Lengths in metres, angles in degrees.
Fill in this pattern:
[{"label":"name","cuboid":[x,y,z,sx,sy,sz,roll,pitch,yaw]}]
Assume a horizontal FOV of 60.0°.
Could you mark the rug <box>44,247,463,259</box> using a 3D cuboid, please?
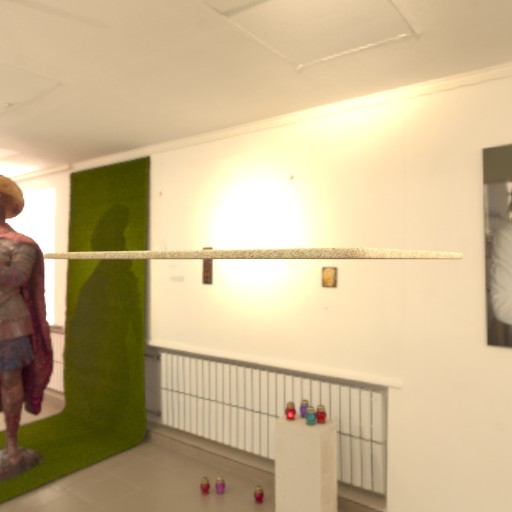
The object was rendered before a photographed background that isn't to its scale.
[{"label":"rug","cuboid":[0.000,0.000,3.347,2.528,0.048,2.009,0,-1,36]}]
